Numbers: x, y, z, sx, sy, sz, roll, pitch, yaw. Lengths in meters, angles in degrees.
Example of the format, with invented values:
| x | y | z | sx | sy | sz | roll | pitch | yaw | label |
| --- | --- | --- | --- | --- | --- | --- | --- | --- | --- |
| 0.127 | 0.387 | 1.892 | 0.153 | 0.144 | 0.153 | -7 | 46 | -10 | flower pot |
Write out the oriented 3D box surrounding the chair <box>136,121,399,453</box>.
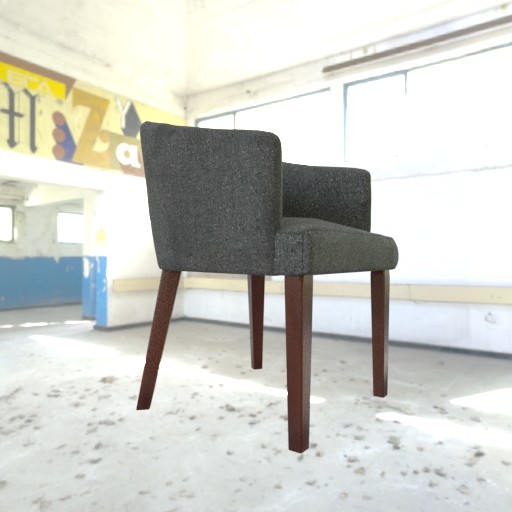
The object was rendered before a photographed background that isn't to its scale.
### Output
| x | y | z | sx | sy | sz | roll | pitch | yaw | label |
| --- | --- | --- | --- | --- | --- | --- | --- | --- | --- |
| 0.000 | 0.000 | 1.276 | 0.655 | 0.811 | 0.583 | 0 | 0 | 36 | chair |
